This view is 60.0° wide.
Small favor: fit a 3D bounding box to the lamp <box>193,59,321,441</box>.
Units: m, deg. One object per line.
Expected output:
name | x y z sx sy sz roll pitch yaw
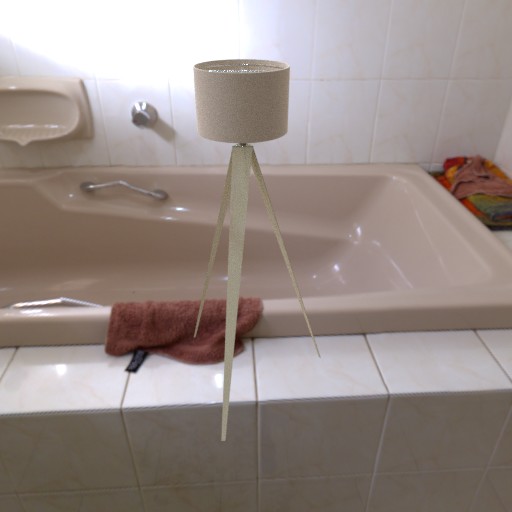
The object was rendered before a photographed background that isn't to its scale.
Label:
lamp | 0.000 0.000 1.930 0.724 1.524 0.716 0 31 -1
